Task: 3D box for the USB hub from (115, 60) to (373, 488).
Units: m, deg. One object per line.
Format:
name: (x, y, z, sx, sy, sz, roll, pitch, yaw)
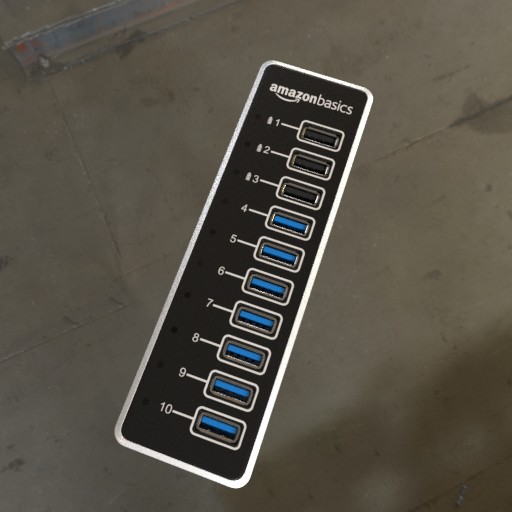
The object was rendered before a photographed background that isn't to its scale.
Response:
USB hub: (0.000, 0.000, 0.161, 0.044, 0.023, 0.145, 19, 76, 5)
